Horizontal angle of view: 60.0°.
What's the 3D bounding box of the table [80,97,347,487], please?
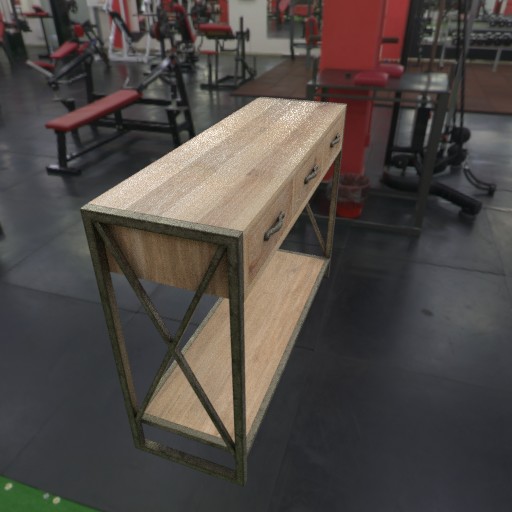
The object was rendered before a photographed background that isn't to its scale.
[{"bbox_3d":[0.000,0.000,1.448,0.361,0.763,1.059,11,33,17],"label":"table"}]
